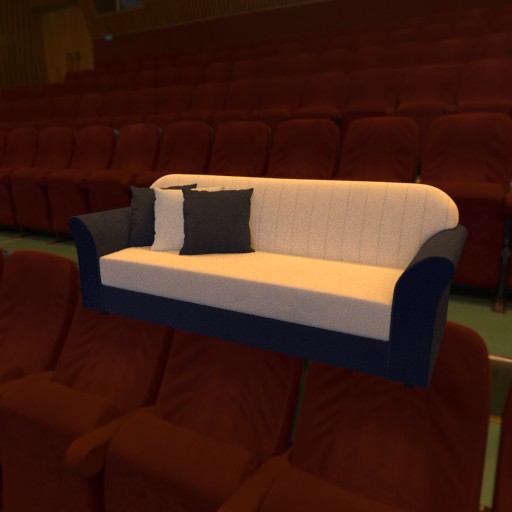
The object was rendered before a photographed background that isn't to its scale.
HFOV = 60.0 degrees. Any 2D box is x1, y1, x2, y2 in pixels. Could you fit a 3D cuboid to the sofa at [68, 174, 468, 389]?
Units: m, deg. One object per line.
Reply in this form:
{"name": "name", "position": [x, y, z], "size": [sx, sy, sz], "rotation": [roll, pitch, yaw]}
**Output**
{"name": "sofa", "position": [0.000, 0.000, 2.394], "size": [2.006, 0.789, 0.749], "rotation": [7, 16, 27]}
